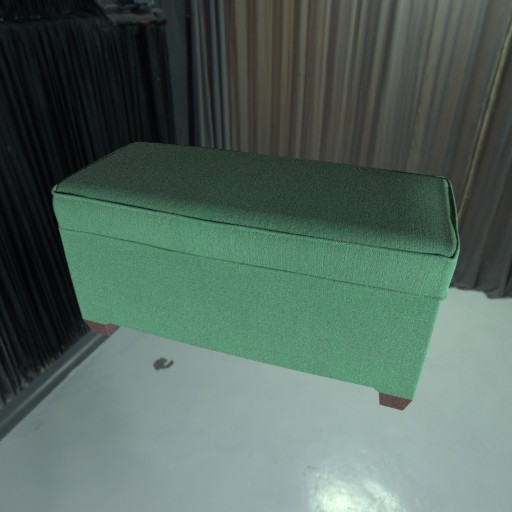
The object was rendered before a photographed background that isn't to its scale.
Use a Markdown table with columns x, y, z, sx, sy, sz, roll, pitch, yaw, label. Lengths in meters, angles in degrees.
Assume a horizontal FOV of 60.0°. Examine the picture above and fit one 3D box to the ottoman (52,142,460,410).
| x | y | z | sx | sy | sz | roll | pitch | yaw | label |
| --- | --- | --- | --- | --- | --- | --- | --- | --- | --- |
| 0.000 | 0.000 | 1.234 | 0.957 | 0.471 | 0.483 | 10 | 33 | 16 | ottoman |
